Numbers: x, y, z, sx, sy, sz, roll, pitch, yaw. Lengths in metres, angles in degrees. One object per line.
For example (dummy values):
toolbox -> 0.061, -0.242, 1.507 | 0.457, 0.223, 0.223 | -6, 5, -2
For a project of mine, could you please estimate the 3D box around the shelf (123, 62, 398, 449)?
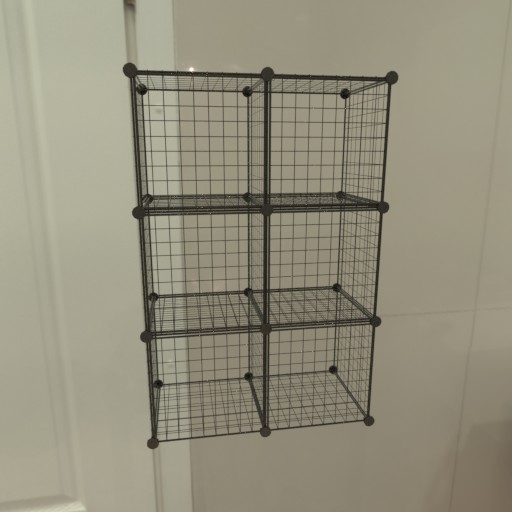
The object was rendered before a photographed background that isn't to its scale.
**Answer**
shelf -> 0.000, 0.000, 1.415 | 0.711, 1.067, 0.356 | -2, 14, -9
